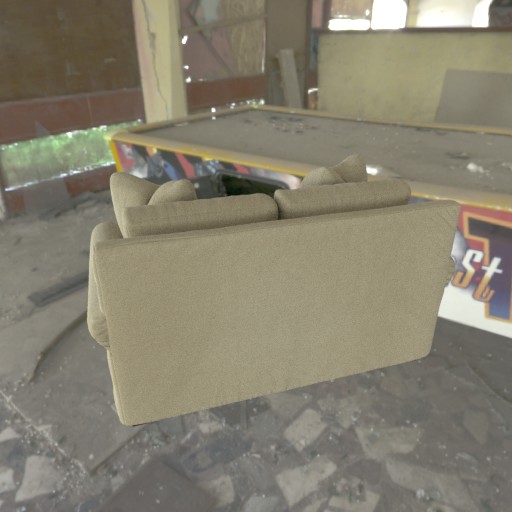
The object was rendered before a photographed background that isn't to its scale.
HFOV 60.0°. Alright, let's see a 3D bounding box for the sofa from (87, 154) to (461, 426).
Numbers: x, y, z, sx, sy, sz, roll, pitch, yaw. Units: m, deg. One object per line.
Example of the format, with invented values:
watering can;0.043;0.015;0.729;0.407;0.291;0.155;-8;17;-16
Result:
sofa;0.000;0.000;2.196;1.550;0.905;1.070;-8;27;-16
